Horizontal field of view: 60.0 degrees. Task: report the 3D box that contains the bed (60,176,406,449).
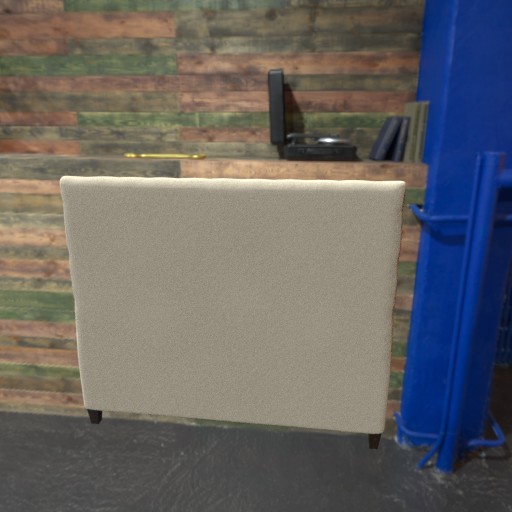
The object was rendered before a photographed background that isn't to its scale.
[{"bbox_3d":[0.000,0.000,3.395,1.698,1.427,2.387,2,16,7],"label":"bed"}]
